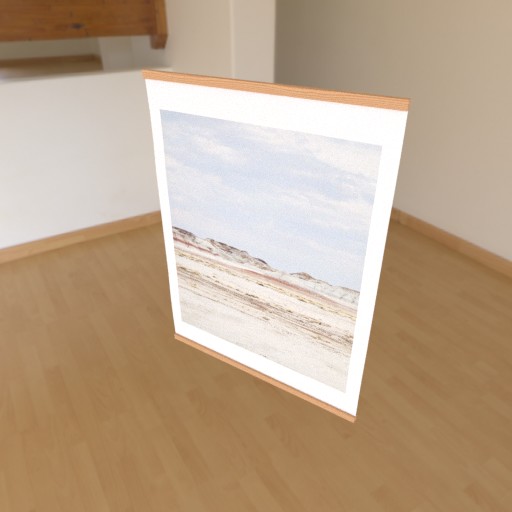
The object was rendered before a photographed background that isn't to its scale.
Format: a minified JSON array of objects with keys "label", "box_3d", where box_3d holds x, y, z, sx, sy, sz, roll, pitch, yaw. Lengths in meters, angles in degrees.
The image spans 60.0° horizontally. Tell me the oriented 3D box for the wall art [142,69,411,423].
[{"label":"wall art","box_3d":[0.000,0.000,0.817,0.458,0.605,0.011,18,35,27]}]
